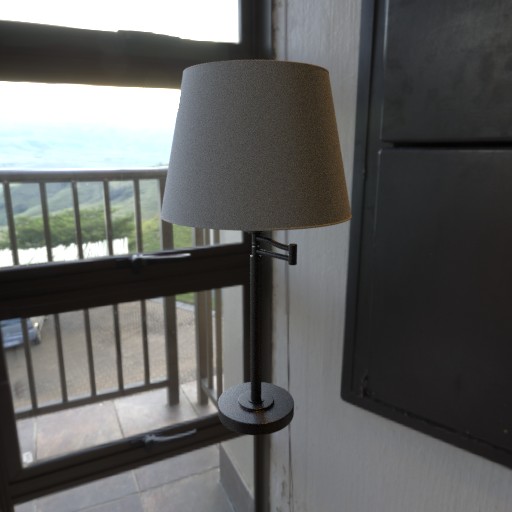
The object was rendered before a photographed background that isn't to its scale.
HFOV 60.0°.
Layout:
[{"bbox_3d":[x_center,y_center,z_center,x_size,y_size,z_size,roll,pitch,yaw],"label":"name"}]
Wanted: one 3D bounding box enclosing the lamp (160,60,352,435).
[{"bbox_3d":[0.000,0.000,0.879,0.363,0.696,0.363,0,14,0],"label":"lamp"}]
